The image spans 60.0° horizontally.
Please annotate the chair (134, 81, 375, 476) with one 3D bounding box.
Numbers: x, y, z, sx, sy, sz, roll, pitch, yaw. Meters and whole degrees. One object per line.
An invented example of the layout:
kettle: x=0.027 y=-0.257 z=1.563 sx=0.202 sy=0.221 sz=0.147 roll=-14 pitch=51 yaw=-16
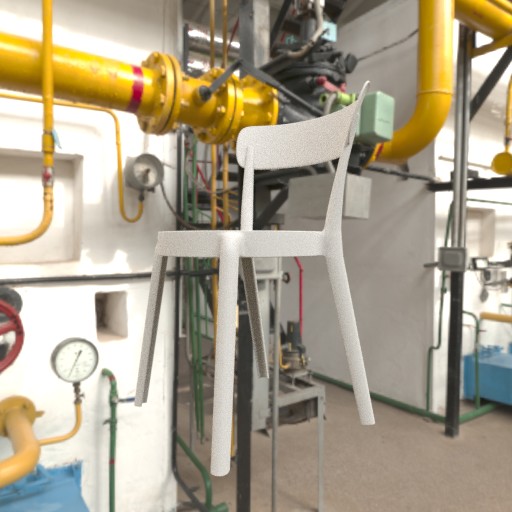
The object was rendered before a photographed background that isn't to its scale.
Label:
chair: x=0.000 y=0.000 z=1.119 sx=0.491 sy=0.790 sz=0.506 roll=-1 pitch=2 yaw=-35
